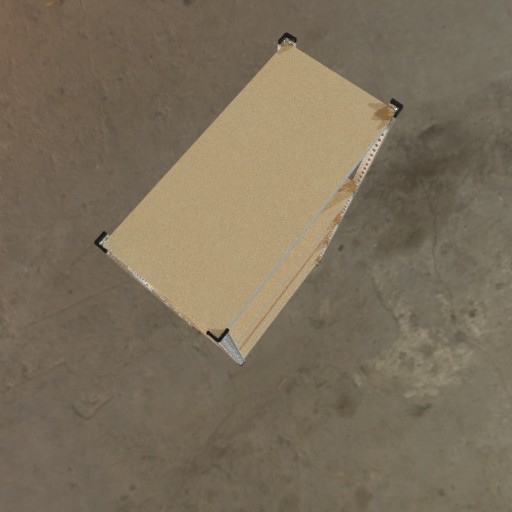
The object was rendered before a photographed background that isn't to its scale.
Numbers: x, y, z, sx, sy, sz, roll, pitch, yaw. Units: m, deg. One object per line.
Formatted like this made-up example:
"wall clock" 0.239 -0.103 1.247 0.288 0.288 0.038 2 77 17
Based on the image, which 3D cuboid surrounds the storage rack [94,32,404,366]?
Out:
"storage rack" 0.000 0.000 2.186 0.457 1.829 0.914 37 77 10
